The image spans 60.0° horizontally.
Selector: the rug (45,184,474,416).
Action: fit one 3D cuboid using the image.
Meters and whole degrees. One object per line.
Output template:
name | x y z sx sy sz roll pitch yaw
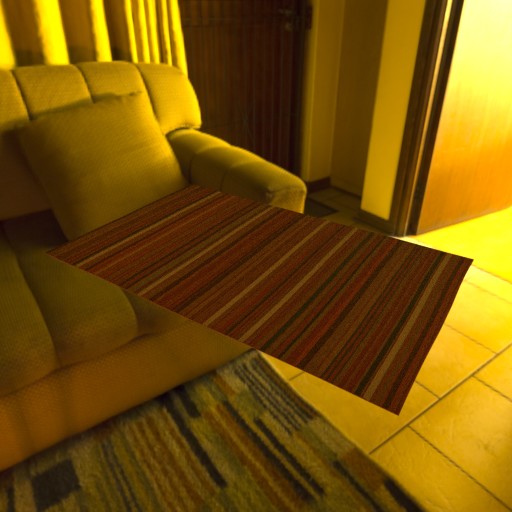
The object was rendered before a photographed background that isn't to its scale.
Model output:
rug | 0.000 0.000 2.957 2.438 0.008 1.523 19 35 29
